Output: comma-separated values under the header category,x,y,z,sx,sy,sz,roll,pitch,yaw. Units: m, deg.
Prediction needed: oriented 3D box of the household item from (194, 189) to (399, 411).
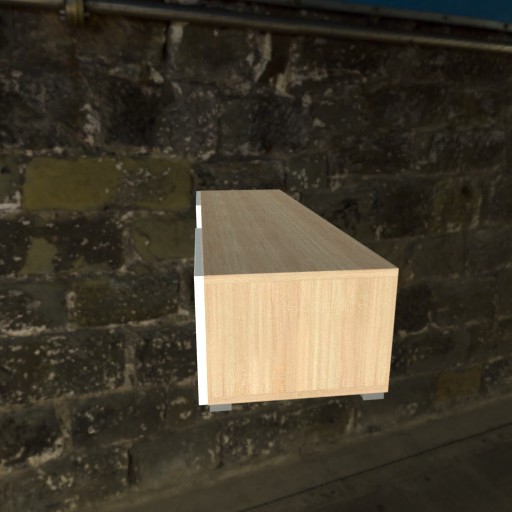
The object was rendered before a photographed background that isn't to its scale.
category,x,y,z,sx,sy,sz,roll,pitch,yaw
household item,0.000,0.000,1.603,0.420,0.310,1.400,-2,15,-7
